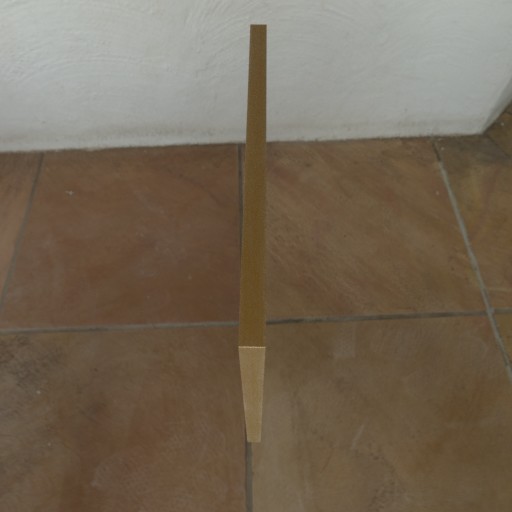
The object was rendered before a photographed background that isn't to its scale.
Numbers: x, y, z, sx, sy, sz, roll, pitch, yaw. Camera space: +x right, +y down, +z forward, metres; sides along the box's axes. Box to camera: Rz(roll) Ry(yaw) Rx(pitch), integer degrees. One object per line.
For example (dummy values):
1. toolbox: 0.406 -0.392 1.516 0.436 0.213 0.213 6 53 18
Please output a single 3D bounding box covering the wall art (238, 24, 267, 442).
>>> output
1. wall art: 0.000 0.000 1.125 0.037 0.760 0.762 1 58 0
